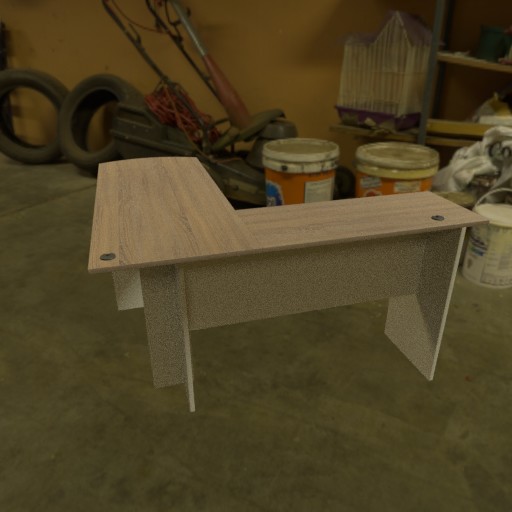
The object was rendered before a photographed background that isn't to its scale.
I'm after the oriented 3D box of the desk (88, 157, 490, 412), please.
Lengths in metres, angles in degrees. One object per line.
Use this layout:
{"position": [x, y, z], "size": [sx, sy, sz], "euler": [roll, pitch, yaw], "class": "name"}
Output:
{"position": [0.000, 0.000, 2.128], "size": [1.361, 0.716, 1.303], "euler": [-7, 27, -15], "class": "desk"}
